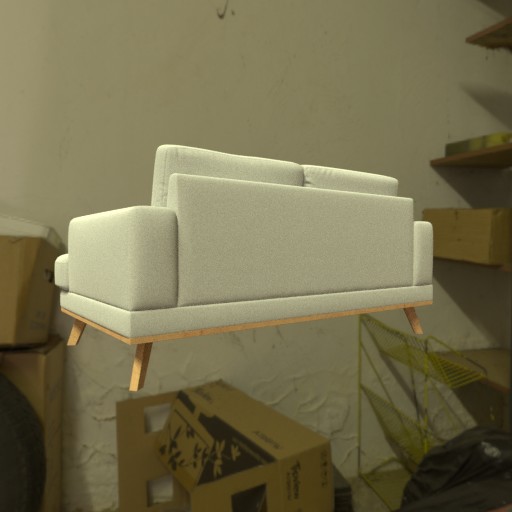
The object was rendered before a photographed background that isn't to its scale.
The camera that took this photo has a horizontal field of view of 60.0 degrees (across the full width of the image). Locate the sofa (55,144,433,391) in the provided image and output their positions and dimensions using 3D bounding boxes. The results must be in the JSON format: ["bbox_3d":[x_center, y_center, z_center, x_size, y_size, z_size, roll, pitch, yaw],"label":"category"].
[{"bbox_3d":[0.000,0.000,2.153,1.651,0.810,0.915,-1,2,-36],"label":"sofa"}]
